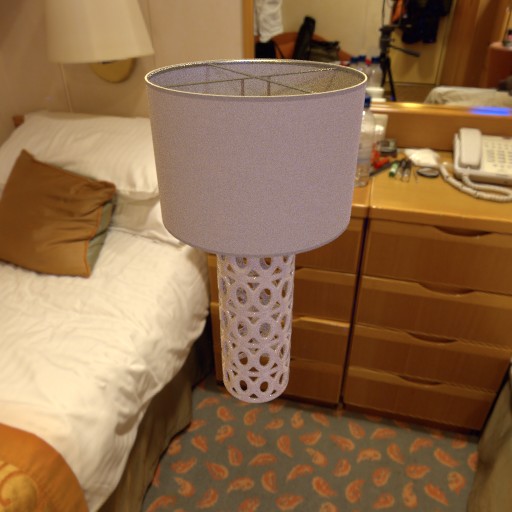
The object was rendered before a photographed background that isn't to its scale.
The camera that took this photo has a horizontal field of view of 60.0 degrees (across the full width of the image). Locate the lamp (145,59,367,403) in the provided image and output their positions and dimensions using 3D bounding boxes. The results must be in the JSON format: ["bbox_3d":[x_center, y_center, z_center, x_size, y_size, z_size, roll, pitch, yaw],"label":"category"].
[{"bbox_3d":[0.000,0.000,0.827,0.325,0.636,0.324,-18,35,-27],"label":"lamp"}]
